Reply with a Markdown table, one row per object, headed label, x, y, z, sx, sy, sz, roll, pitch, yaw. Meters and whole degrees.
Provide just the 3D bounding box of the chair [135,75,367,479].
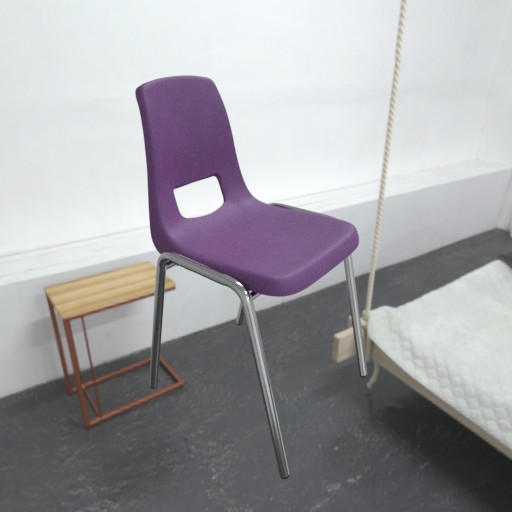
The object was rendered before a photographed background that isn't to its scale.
| label | x | y | z | sx | sy | sz | roll | pitch | yaw |
| --- | --- | --- | --- | --- | --- | --- | --- | --- | --- |
| chair | 0.000 | 0.000 | 0.957 | 0.432 | 0.704 | 0.381 | 18 | 32 | 33 |
